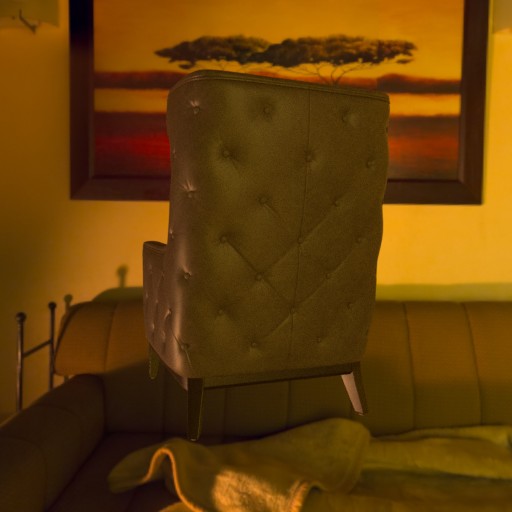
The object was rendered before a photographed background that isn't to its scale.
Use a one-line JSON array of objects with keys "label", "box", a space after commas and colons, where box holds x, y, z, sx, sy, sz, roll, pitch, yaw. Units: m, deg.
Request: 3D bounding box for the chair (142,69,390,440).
[{"label": "chair", "box": [0.000, 0.000, 1.666, 0.769, 1.079, 0.899, 0, 1, -20]}]
